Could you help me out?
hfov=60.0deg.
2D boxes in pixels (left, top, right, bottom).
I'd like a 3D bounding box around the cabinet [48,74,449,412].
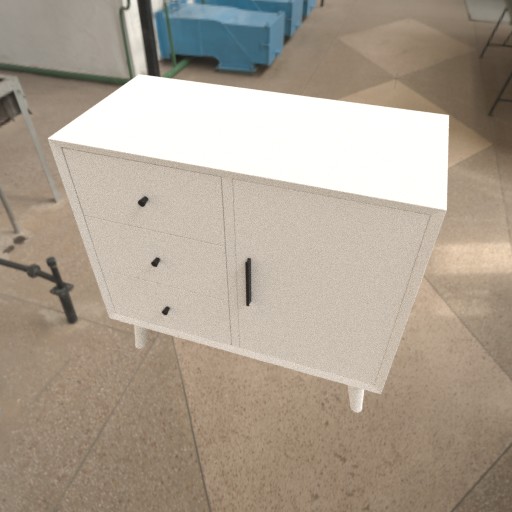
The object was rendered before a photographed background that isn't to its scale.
[{"bbox_3d":[0.000,0.000,1.226,0.800,0.761,0.398,13,44,14],"label":"cabinet"}]
